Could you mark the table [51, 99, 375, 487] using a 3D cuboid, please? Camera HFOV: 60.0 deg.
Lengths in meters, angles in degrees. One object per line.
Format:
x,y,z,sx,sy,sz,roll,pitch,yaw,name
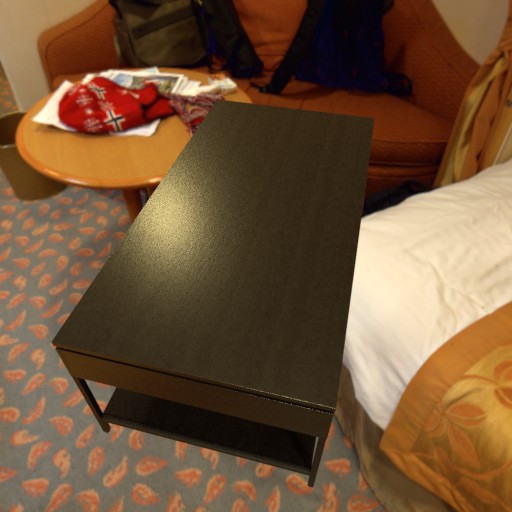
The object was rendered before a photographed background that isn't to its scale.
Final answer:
0.000,0.000,1.371,0.574,0.435,1.095,10,46,10,table
